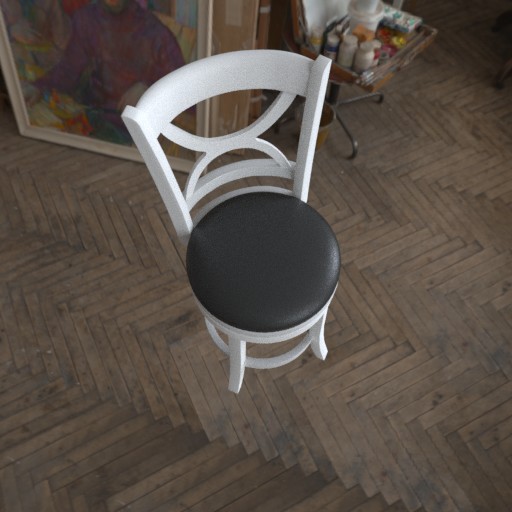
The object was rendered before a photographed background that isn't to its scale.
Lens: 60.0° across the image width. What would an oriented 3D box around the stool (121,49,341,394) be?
[{"bbox_3d":[0.000,0.000,1.243,0.444,0.953,0.508,-19,64,-9],"label":"stool"}]
